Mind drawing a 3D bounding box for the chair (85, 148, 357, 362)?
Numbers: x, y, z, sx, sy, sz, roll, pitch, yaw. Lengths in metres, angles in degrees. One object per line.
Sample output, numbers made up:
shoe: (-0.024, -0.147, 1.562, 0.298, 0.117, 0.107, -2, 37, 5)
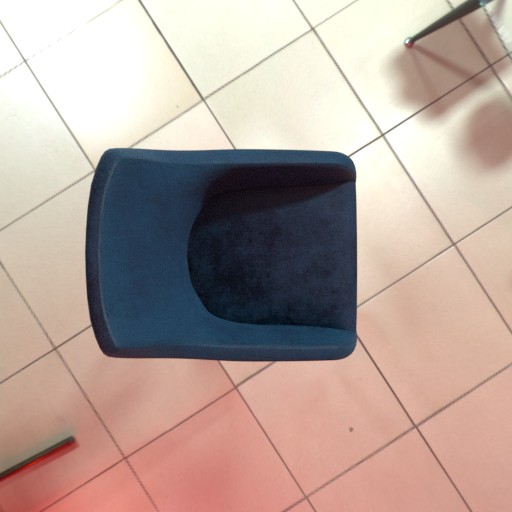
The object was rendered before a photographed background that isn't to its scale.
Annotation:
chair: (0.000, 0.000, 1.553, 0.794, 1.081, 0.683, 0, 89, 0)
